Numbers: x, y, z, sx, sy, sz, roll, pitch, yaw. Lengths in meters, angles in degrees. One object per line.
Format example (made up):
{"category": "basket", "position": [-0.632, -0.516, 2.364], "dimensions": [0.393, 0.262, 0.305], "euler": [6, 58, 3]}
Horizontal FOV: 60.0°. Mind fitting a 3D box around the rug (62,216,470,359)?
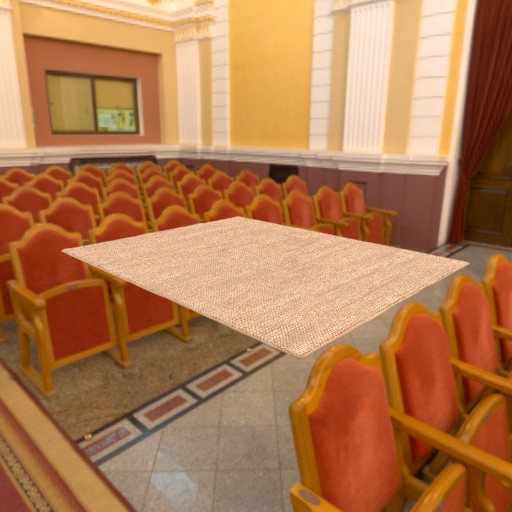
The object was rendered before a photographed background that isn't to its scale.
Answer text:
{"category": "rug", "position": [0.000, 0.000, 4.207], "dimensions": [3.052, 0.030, 2.429], "euler": [15, 22, 42]}
